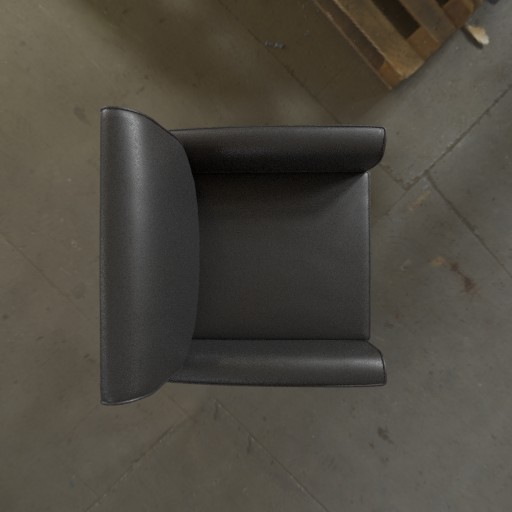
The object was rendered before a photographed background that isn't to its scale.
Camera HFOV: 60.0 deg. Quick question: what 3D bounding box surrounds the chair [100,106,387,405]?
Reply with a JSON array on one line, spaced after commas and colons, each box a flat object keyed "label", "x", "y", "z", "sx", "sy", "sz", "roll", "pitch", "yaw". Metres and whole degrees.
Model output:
[{"label": "chair", "x": 0.000, "y": 0.000, "z": 1.539, "sx": 0.819, "sy": 0.916, "sz": 0.820, "roll": 0, "pitch": 90, "yaw": -3}]
